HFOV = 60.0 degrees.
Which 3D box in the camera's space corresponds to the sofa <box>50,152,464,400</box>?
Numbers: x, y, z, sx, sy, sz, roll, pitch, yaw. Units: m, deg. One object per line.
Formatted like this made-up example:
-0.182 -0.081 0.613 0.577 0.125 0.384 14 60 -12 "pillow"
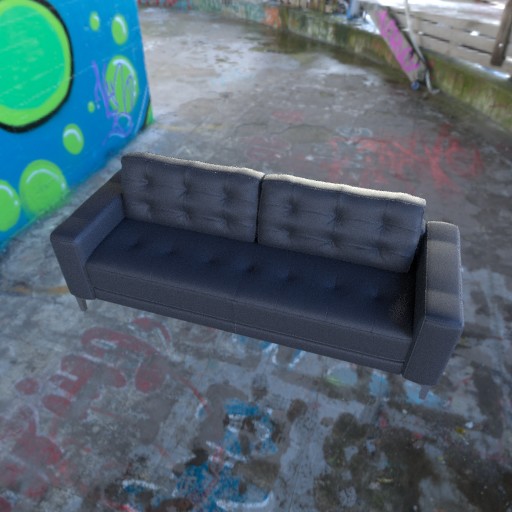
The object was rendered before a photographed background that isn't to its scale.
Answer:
0.000 0.000 2.682 2.275 0.893 0.833 12 42 13 "sofa"
